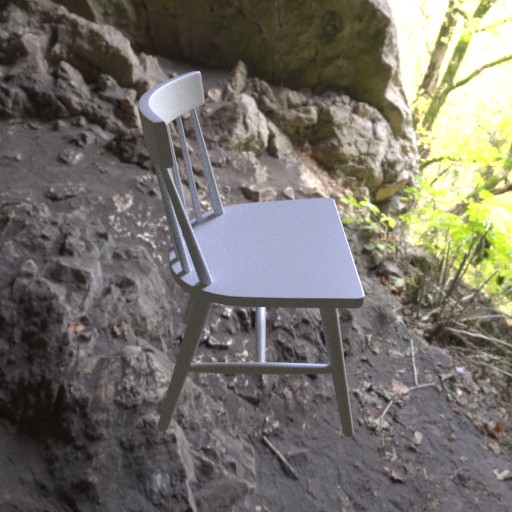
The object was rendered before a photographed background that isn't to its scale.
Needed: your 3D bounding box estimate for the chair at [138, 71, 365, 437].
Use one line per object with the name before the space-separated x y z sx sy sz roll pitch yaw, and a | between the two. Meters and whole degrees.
chair | 0.000 0.000 1.106 0.500 0.787 0.483 0 32 1
